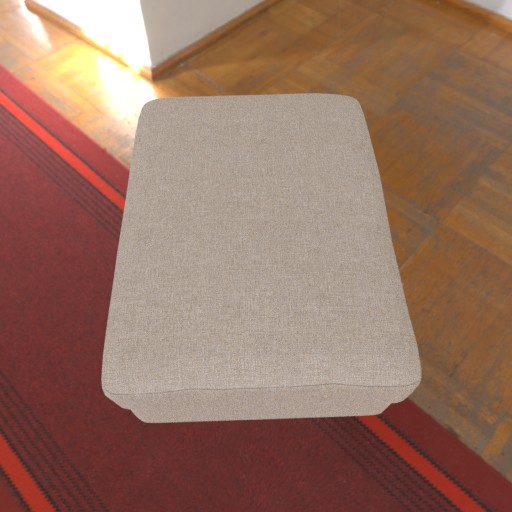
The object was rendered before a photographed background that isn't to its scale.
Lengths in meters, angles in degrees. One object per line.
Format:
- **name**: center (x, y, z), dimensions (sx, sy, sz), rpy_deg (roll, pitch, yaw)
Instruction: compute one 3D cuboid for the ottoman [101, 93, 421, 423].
- **ottoman**: center (0.000, 0.000, 1.290), dimensions (0.677, 0.519, 0.898), rpy_deg (-2, 59, -1)
